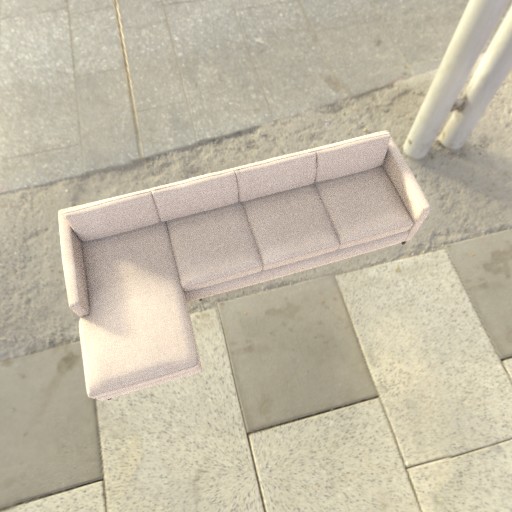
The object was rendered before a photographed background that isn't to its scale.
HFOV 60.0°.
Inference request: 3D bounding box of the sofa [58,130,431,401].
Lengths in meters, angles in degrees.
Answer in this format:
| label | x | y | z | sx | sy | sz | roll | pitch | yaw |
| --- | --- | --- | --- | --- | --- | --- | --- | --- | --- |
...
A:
| label | x | y | z | sx | sy | sz | roll | pitch | yaw |
| --- | --- | --- | --- | --- | --- | --- | --- | --- | --- |
| sofa | 0.000 | 0.000 | 3.604 | 2.923 | 0.816 | 1.469 | -15 | 65 | -7 |
